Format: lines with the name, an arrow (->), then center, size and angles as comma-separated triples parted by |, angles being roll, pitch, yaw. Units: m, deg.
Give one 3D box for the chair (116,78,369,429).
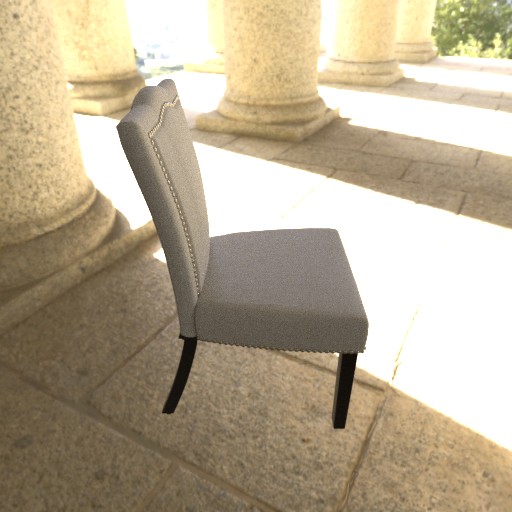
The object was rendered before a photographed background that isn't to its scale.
chair -> 0.000, 0.000, 1.304 | 0.589, 0.946, 0.518 | 0, 31, 0
